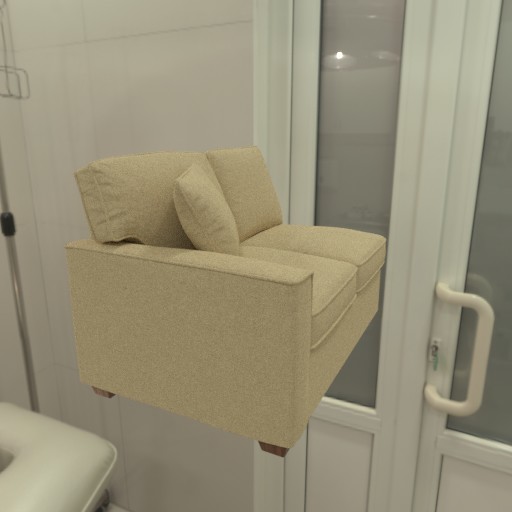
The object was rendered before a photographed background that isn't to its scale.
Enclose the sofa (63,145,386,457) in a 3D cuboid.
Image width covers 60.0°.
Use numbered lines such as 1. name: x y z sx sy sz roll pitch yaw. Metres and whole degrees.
1. sofa: 0.000 0.000 2.114 0.991 0.989 1.388 8 17 26
